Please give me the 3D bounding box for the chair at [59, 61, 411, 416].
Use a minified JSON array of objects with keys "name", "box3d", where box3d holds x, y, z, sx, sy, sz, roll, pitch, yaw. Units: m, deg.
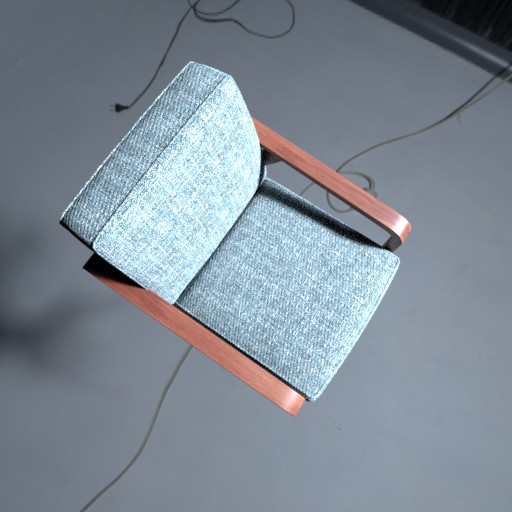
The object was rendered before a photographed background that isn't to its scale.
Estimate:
[{"name":"chair","box3d":[0.000,0.000,1.509,0.889,0.864,0.719,33,78,8]}]
